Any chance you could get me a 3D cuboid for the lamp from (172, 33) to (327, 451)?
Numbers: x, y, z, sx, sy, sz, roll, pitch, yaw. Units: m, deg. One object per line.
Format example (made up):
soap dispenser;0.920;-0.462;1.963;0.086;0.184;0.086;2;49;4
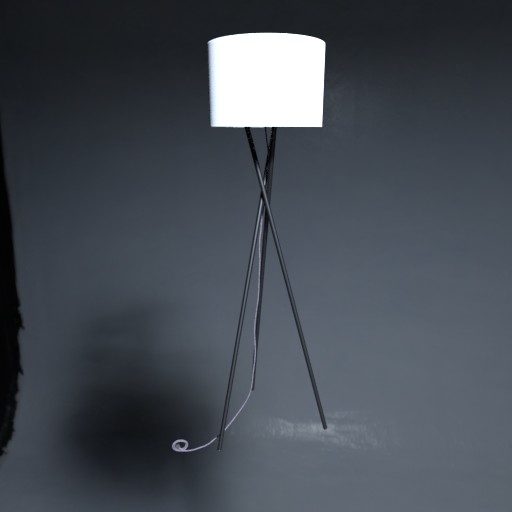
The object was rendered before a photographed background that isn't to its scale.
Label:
lamp;0.000;0.000;1.879;0.667;1.624;0.522;2;16;9
